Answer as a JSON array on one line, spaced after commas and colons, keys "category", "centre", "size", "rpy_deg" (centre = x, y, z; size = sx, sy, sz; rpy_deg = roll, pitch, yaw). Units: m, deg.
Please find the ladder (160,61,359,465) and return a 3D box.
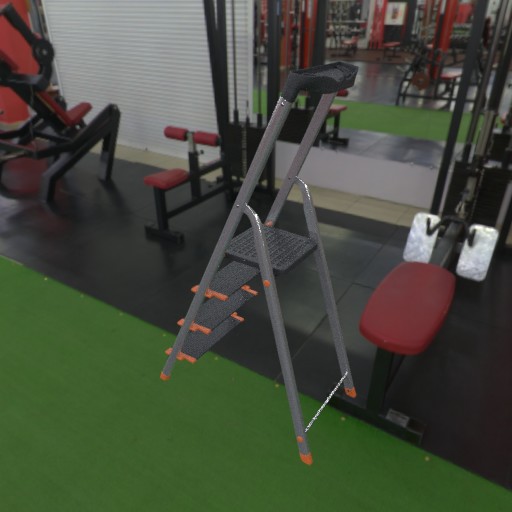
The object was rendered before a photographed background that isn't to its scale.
[{"category": "ladder", "centre": [0.000, 0.000, 1.768], "size": [0.834, 1.429, 0.452], "rpy_deg": [19, 35, 30]}]
